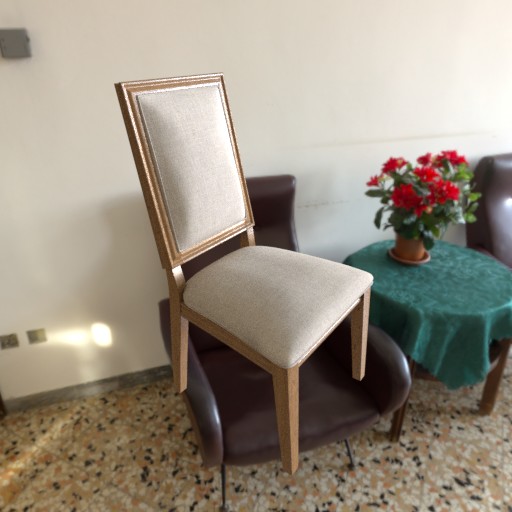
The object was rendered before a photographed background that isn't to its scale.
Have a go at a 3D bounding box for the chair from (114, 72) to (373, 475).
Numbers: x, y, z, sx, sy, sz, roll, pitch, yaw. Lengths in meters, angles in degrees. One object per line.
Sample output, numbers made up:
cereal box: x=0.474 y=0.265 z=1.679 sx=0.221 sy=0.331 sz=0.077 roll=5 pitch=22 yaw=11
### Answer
chair: x=0.000 y=0.000 z=1.348 sx=0.601 sy=0.988 sz=0.536 roll=18 pitch=31 yaw=31
